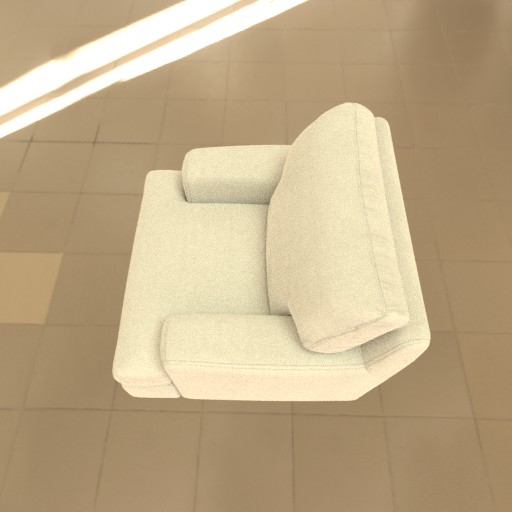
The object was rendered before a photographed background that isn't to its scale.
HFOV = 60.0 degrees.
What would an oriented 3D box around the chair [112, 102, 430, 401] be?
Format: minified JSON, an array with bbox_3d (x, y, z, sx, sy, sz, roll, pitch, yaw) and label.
[{"bbox_3d":[0.000,0.000,1.971,1.158,0.930,1.140,1,60,0],"label":"chair"}]
